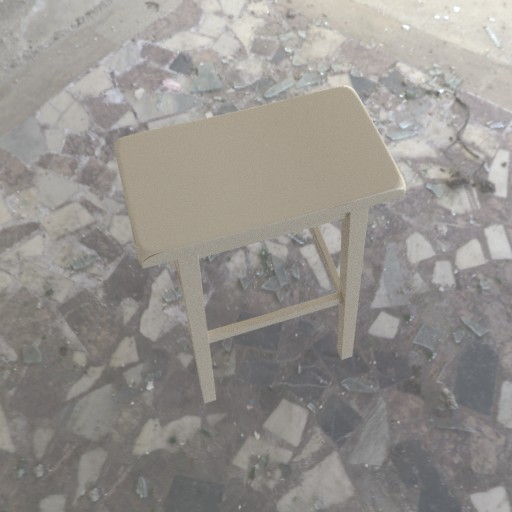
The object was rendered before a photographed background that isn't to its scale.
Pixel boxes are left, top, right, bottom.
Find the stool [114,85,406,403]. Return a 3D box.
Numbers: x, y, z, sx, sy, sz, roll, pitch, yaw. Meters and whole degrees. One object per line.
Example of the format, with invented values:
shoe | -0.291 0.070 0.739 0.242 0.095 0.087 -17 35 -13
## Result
stool | 0.000 0.000 1.071 0.457 0.737 0.476 -16 65 -7
